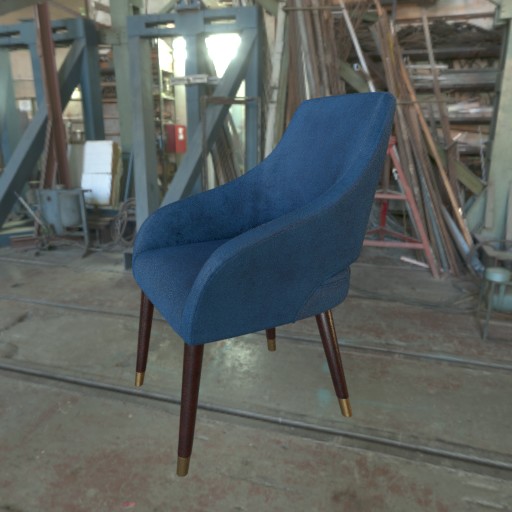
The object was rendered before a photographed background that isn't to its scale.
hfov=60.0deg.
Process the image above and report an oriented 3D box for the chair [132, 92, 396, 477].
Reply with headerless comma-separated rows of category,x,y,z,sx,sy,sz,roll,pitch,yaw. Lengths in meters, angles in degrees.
chair,0.000,0.000,1.535,0.794,1.081,0.683,-8,18,-27
